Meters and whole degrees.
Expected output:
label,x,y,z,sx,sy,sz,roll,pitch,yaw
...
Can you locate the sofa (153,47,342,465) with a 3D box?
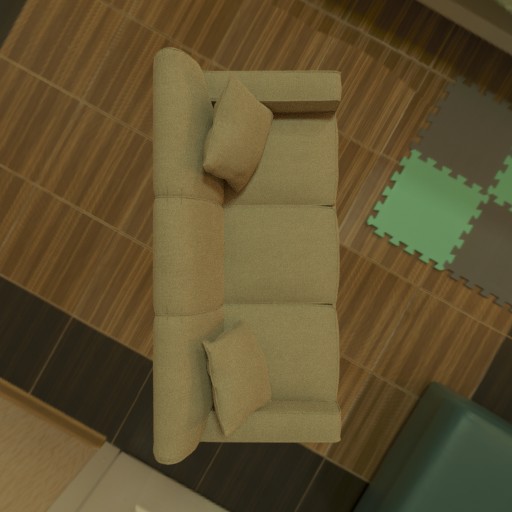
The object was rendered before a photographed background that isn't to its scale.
label,x,y,z,sx,sy,sz,roll,pitch,yaw
sofa,0.000,0.000,2.549,0.997,0.958,2.024,0,90,1
